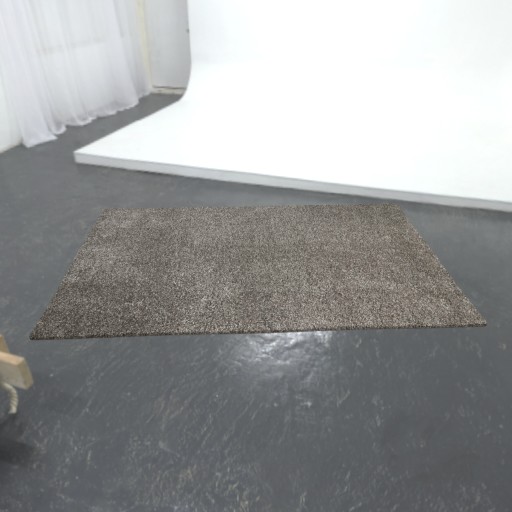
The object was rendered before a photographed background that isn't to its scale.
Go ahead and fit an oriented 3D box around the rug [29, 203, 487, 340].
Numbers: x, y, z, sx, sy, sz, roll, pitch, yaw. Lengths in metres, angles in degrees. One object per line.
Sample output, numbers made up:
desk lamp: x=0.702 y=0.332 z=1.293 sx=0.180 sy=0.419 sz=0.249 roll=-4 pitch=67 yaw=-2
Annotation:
rug: x=0.000 y=0.000 z=2.906 sx=2.352 sy=0.025 sz=1.501 roll=-1 pitch=31 yaw=-2
